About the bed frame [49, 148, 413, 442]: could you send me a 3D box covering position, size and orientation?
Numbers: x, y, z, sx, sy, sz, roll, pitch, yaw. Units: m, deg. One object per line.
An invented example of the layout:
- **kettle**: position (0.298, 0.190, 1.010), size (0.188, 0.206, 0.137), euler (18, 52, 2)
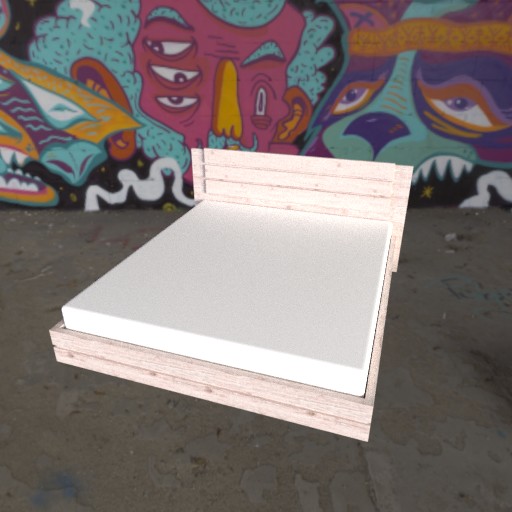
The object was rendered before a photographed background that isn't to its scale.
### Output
- **bed frame**: position (0.000, 0.000, 3.151), size (1.950, 0.970, 2.080), euler (9, 28, 17)
